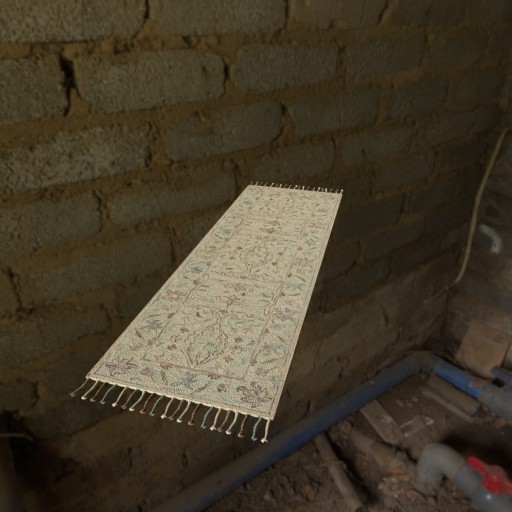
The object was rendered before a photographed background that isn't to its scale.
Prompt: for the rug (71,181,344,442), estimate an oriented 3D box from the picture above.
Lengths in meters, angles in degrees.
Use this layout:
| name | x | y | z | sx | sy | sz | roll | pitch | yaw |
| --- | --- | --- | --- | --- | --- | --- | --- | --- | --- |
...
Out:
| name | x | y | z | sx | sy | sz | roll | pitch | yaw |
| --- | --- | --- | --- | --- | --- | --- | --- | --- | --- |
| rug | 0.000 | 0.000 | 2.594 | 0.769 | 0.013 | 2.440 | 8 | 30 | 14 |
